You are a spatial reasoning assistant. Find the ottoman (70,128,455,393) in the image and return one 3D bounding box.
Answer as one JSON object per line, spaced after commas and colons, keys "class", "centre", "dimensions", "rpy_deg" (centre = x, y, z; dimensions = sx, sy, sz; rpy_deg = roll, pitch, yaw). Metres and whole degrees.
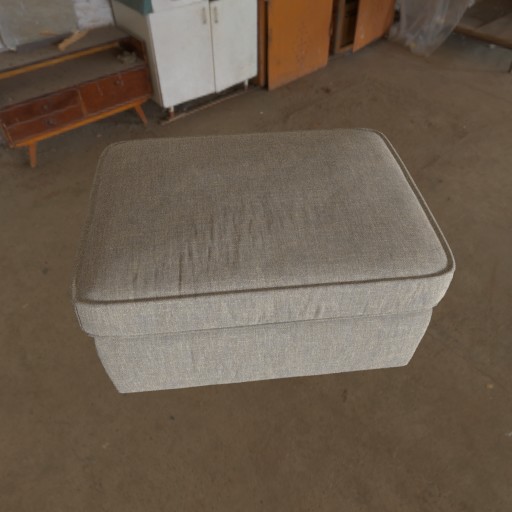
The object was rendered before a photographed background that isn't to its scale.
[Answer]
{"class": "ottoman", "centre": [0.000, 0.000, 1.137], "dimensions": [0.762, 0.457, 0.559], "rpy_deg": [-4, 47, -4]}
